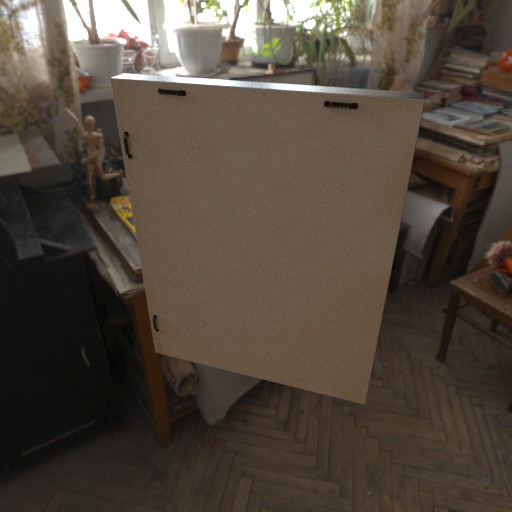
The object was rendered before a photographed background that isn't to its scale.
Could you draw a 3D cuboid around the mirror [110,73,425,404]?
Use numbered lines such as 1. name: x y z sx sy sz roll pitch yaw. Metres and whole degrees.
1. mirror: 0.000 0.000 0.693 0.405 0.508 0.041 10 33 15
